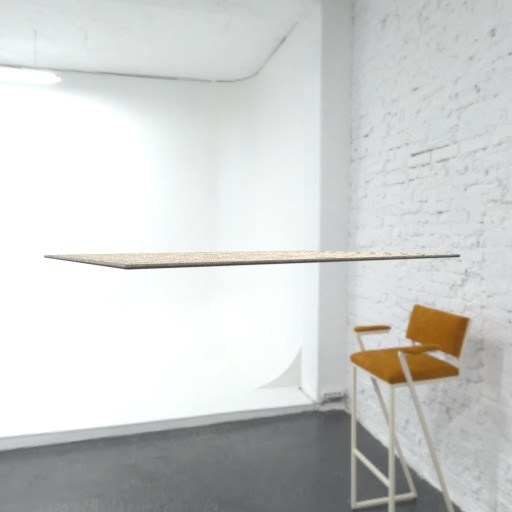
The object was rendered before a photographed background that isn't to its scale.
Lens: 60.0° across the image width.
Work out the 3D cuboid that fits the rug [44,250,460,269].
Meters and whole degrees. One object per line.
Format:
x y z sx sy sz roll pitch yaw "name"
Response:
0.000 0.000 2.333 1.829 0.016 1.219 -1 2 -36 "rug"
